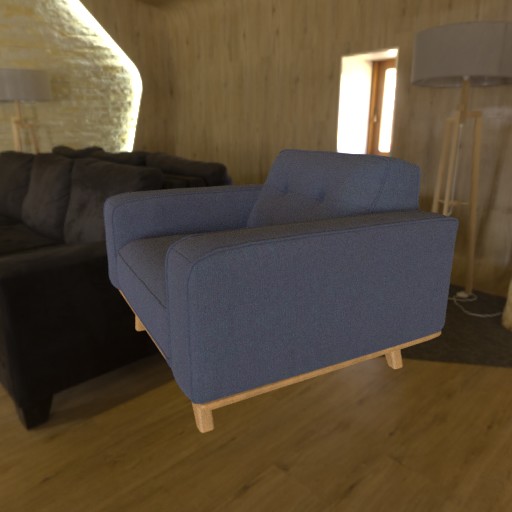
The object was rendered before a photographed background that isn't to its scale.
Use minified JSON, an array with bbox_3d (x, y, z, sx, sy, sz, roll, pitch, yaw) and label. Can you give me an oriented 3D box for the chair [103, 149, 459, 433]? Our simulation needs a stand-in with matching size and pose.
[{"bbox_3d":[0.000,0.000,1.729,0.953,0.783,1.118,-8,18,-27],"label":"chair"}]
